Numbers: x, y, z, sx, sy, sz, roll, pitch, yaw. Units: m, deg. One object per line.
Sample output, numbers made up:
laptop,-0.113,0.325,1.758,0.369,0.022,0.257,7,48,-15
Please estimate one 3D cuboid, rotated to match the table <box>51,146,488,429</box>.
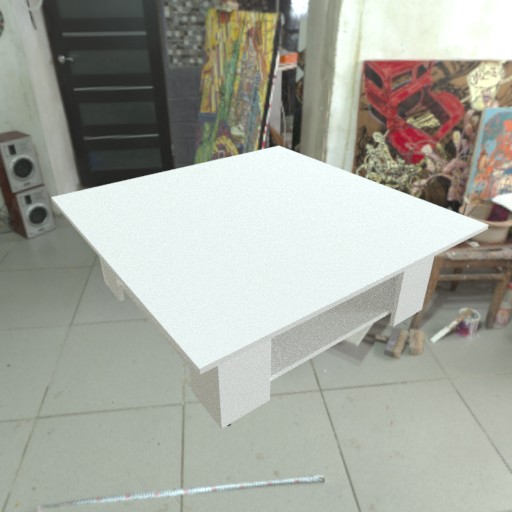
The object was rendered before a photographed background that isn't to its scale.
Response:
table,0.000,0.000,1.343,0.890,0.305,0.890,-21,36,-31
